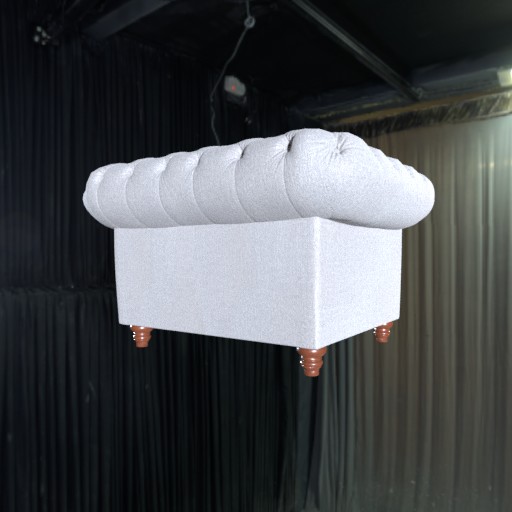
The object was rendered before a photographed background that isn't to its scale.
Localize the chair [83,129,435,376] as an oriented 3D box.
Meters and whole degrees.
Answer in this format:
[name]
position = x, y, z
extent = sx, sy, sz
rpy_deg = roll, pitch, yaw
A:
[chair]
position = 0.000, 0.000, 1.891
extent = 1.270, 0.770, 0.976
rpy_deg = 0, 0, 35
